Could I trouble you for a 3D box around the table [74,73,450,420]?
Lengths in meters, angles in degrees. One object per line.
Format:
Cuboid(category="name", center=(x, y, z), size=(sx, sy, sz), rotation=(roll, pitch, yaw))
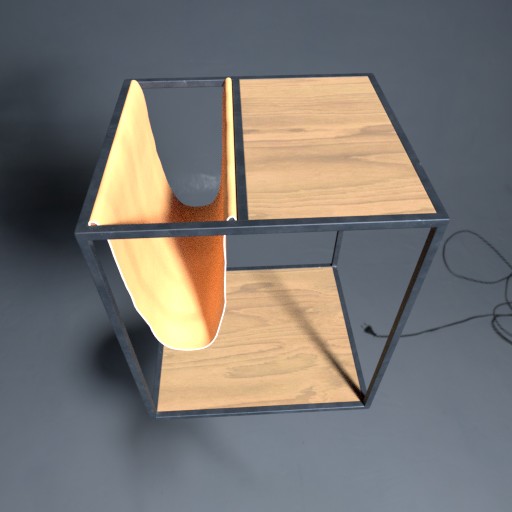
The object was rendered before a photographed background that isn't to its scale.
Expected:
Cuboid(category="table", center=(0.000, 0.000, 0.856), size=(0.450, 0.536, 0.399), rotation=(-2, 47, -2))
